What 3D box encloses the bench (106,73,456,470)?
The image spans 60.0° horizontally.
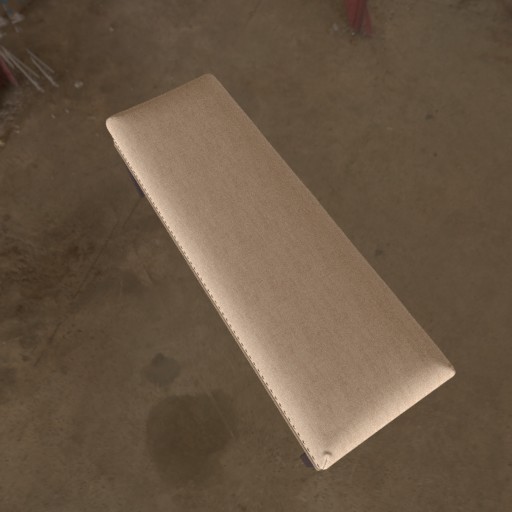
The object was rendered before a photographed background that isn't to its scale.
[{"bbox_3d":[0.000,0.000,1.424,0.410,0.457,1.219,-29,67,-14],"label":"bench"}]
